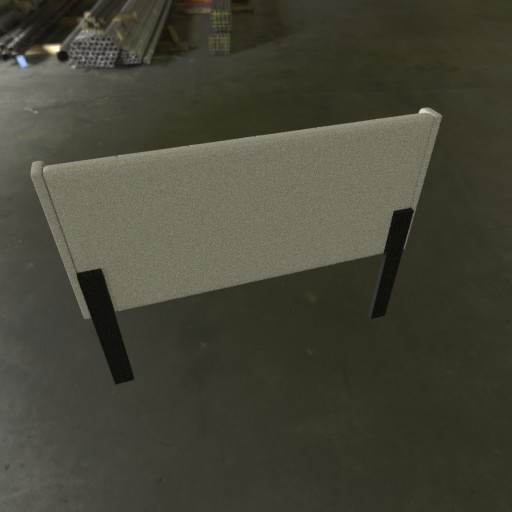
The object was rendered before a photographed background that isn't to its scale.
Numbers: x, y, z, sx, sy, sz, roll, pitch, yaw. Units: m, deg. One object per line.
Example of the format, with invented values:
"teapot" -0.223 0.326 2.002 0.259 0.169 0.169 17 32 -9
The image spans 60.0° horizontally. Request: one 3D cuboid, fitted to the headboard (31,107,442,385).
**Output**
"headboard" 0.000 0.000 2.654 2.051 1.524 0.184 -12 42 -13
